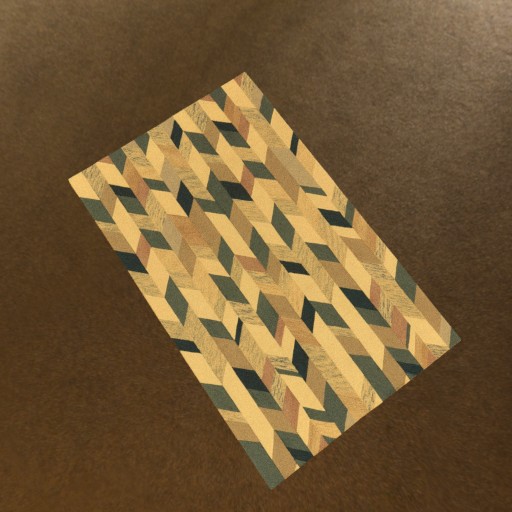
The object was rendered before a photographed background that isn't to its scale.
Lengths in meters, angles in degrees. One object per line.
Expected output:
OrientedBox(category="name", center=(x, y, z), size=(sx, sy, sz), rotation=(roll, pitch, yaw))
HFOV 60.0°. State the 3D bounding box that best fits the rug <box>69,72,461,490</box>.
OrientedBox(category="rug", center=(0.000, 0.000, 2.961), size=(1.513, 0.008, 2.423), rotation=(-34, 78, -8))
